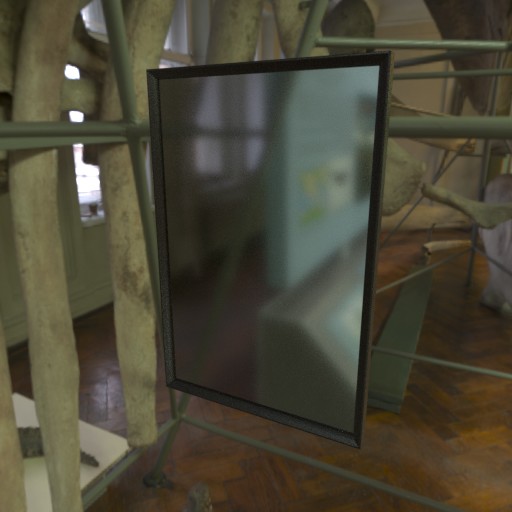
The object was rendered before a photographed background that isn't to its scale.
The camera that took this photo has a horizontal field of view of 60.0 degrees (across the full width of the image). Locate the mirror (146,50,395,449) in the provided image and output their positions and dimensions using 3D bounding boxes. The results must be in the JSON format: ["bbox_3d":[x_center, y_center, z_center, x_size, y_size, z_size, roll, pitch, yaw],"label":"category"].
[{"bbox_3d":[0.000,0.000,1.132,0.609,0.915,0.041,8,18,26],"label":"mirror"}]
